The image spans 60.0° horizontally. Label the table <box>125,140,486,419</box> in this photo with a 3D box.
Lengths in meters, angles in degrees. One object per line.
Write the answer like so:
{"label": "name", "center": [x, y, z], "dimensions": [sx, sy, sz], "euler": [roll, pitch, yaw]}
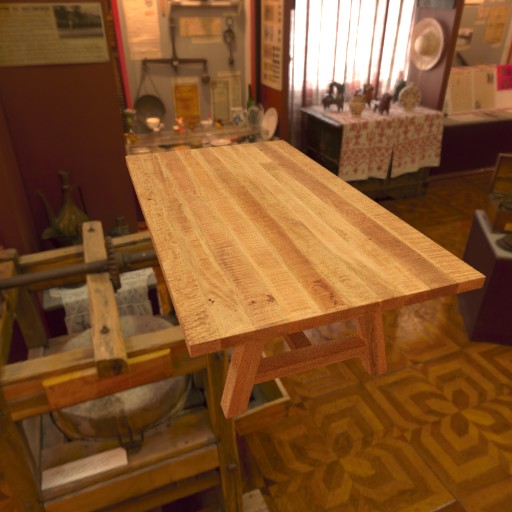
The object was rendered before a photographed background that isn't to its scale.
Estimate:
{"label": "table", "center": [0.000, 0.000, 1.659], "dimensions": [0.760, 0.455, 1.320], "euler": [-10, 32, -17]}
